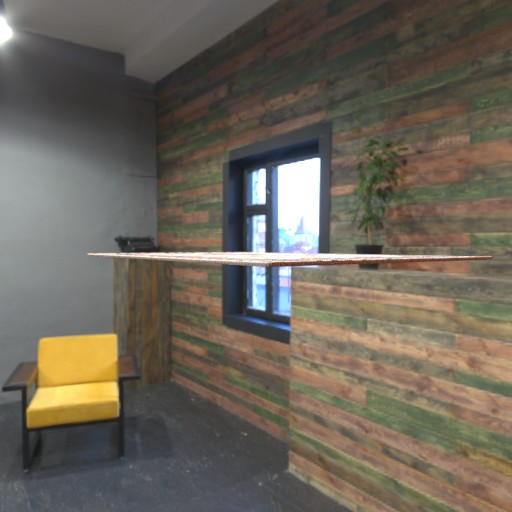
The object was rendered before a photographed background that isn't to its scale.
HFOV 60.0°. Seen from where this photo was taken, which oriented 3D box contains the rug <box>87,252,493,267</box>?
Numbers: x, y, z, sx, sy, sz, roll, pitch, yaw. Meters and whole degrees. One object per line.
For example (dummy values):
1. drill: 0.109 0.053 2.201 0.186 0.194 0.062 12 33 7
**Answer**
1. rug: 0.000 0.000 2.303 1.225 0.015 1.840 -1 1 -36
